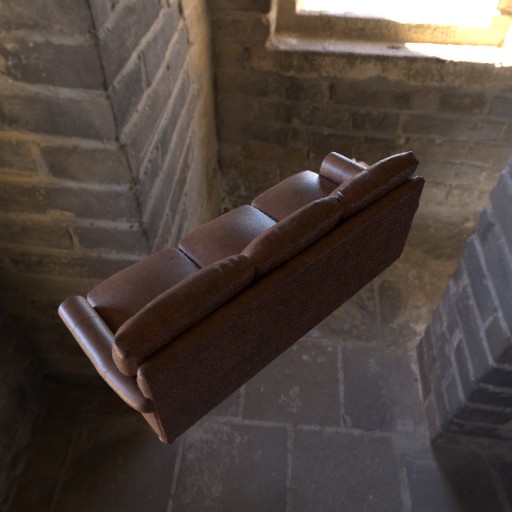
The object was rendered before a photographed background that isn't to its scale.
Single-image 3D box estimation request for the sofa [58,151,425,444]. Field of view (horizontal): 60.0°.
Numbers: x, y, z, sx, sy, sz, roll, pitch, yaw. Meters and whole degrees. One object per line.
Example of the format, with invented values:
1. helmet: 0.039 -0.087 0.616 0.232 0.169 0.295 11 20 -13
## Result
1. sofa: 0.000 0.000 2.879 2.351 0.977 0.973 -33 54 -28
